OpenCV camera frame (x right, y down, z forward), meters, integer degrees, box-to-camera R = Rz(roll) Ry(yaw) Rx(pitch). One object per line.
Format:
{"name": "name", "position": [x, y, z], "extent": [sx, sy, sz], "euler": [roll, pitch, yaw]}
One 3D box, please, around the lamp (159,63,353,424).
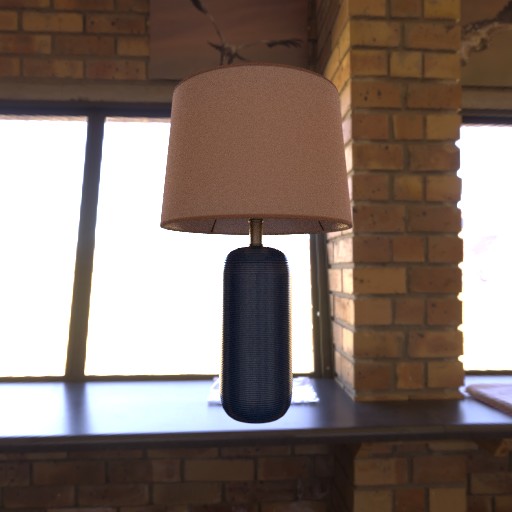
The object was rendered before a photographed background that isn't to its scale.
{"name": "lamp", "position": [0.000, 0.000, 0.859], "extent": [0.367, 0.609, 0.367], "euler": [0, -2, 0]}
